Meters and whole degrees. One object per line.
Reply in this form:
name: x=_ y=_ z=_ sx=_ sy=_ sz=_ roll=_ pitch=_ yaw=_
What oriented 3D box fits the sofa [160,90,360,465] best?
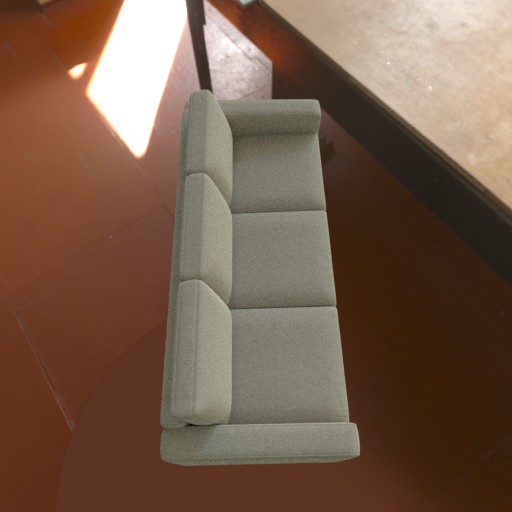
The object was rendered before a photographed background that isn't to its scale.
sofa: x=0.000 y=0.000 z=2.564 sx=0.900 sy=0.800 sz=2.160 roll=-1 pitch=63 yaw=-1
